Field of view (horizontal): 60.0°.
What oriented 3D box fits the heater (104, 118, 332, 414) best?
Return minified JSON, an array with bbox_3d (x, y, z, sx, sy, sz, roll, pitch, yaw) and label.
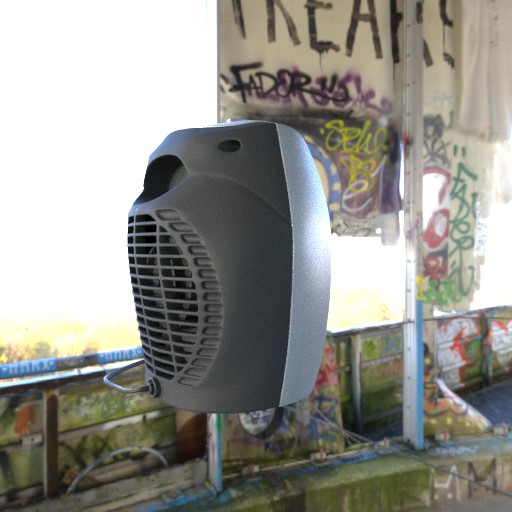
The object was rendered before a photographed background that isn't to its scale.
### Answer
[{"bbox_3d":[0.000,0.000,0.465,0.291,0.240,0.239,-1,1,-37],"label":"heater"}]
